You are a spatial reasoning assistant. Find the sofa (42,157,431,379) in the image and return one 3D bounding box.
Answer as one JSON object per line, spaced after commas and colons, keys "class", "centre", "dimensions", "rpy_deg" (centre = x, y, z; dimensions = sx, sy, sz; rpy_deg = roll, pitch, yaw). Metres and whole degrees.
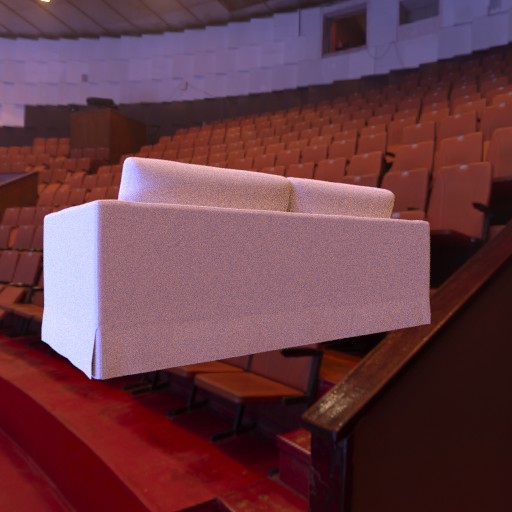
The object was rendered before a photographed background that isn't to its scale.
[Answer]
{"class": "sofa", "centre": [0.000, 0.000, 2.623], "dimensions": [2.163, 0.881, 0.954], "rpy_deg": [-1, 1, -36]}
